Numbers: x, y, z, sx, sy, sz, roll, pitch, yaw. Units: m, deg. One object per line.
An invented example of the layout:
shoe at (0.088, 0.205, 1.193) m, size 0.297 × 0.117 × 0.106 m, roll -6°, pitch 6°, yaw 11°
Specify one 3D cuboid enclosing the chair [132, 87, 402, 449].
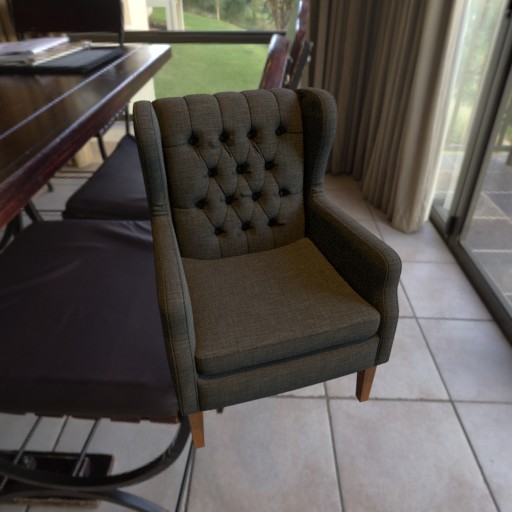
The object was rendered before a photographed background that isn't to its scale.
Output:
chair at (0.000, 0.000, 1.516) m, size 0.711 × 0.953 × 0.775 m, roll -10°, pitch 35°, yaw -15°
